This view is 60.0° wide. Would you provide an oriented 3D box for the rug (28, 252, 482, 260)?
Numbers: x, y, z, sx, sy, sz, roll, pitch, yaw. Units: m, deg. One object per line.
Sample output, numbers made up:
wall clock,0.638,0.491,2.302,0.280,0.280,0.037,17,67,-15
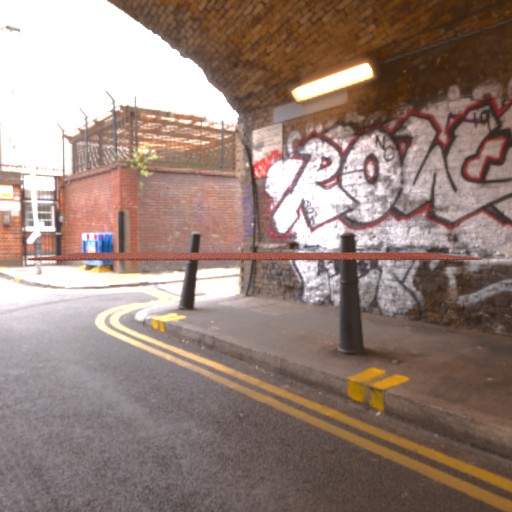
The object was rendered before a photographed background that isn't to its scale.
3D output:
rug,0.000,0.000,2.576,2.307,0.012,0.687,0,3,-1
